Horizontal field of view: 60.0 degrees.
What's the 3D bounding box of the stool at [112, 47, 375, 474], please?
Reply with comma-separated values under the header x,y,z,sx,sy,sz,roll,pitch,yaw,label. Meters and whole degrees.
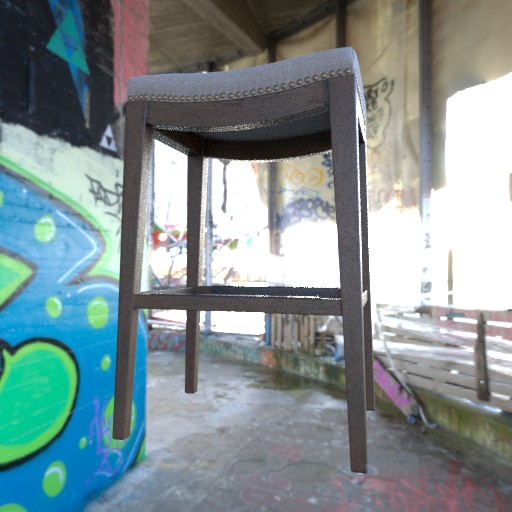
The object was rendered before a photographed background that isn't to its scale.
x,y,z,sx,sy,sz,roll,pitch,yaw,label
0.000,0.000,1.007,0.508,0.762,0.356,0,-1,17,stool
